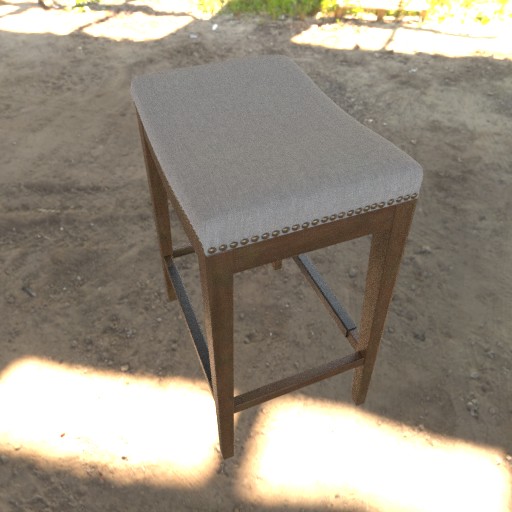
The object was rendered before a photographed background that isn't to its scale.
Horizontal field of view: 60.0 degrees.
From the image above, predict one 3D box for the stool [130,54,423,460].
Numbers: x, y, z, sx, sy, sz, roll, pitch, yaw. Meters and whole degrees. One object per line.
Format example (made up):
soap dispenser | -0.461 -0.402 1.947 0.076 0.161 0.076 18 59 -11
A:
stool | 0.000 0.000 0.951 0.356 0.660 0.508 -16 46 -16
